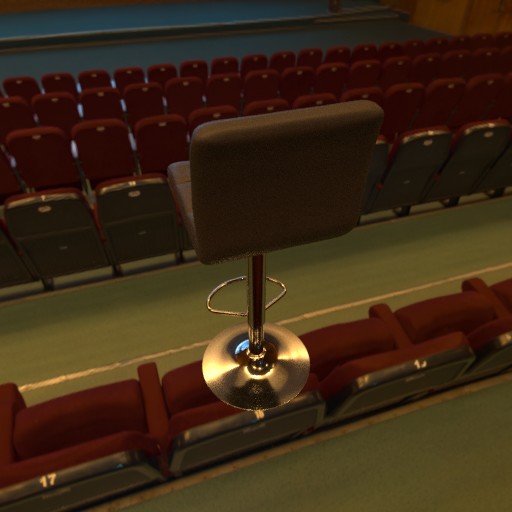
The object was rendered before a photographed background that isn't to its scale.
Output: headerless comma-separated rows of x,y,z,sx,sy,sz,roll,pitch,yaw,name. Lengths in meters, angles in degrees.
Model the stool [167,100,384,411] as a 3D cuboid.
0.000,0.000,1.400,0.430,1.115,0.505,-13,42,-14,stool
